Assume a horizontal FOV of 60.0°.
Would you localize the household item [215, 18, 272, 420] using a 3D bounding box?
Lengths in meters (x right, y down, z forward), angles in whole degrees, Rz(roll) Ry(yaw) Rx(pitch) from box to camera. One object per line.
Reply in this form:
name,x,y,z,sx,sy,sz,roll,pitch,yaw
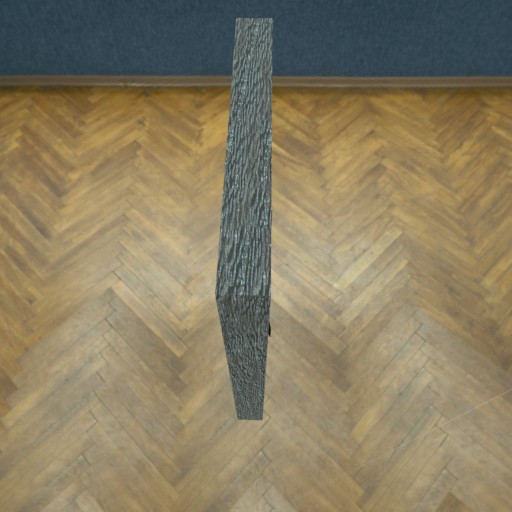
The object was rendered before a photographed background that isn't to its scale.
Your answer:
household item,0.000,0.000,0.236,0.020,0.180,0.133,1,59,1
